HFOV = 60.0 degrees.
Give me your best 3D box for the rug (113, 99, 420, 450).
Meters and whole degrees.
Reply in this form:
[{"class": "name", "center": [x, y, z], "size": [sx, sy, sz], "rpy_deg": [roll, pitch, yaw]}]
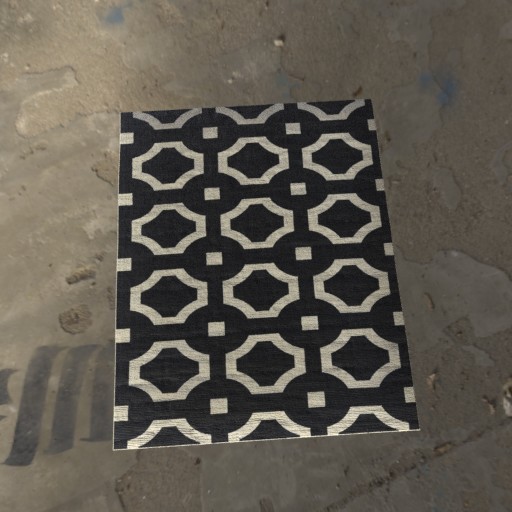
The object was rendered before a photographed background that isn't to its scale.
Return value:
[{"class": "rug", "center": [0.000, 0.000, 3.932], "size": [2.466, 0.021, 3.049], "rpy_deg": [-3, 75, -1]}]
